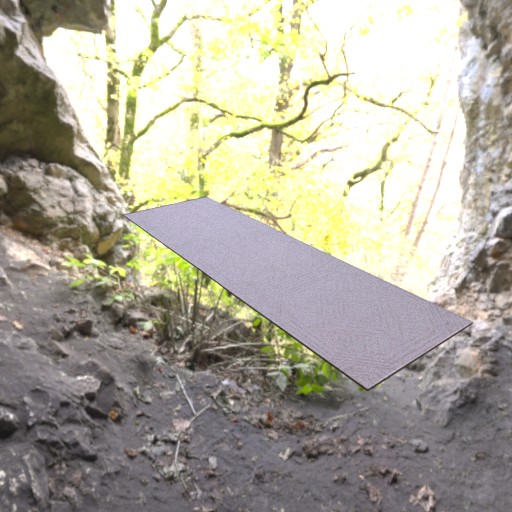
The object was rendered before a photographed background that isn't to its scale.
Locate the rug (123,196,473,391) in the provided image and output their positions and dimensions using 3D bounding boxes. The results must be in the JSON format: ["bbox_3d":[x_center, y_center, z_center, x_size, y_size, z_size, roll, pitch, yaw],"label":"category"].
[{"bbox_3d":[0.000,0.000,2.802,0.775,0.012,2.452,-18,31,-33],"label":"rug"}]
